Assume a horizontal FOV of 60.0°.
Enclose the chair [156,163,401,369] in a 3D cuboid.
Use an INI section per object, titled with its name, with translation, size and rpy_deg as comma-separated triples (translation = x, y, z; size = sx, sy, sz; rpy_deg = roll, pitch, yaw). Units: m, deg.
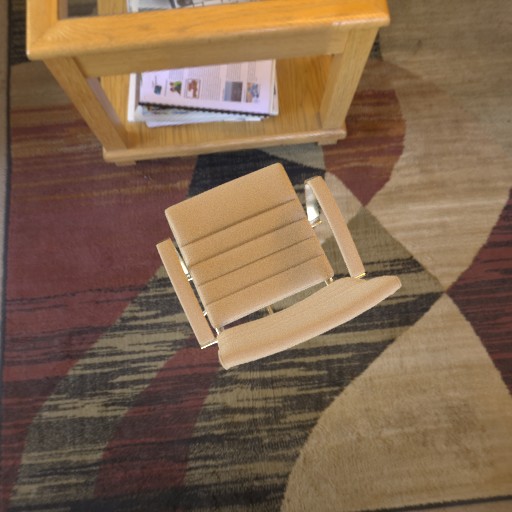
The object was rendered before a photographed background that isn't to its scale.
[chair]
translation = 0.000, 0.000, 1.576
size = 0.679, 1.149, 0.667
rpy_deg = -23, 78, -5
